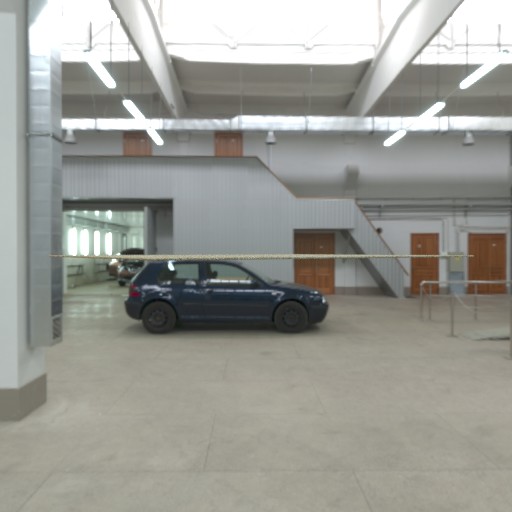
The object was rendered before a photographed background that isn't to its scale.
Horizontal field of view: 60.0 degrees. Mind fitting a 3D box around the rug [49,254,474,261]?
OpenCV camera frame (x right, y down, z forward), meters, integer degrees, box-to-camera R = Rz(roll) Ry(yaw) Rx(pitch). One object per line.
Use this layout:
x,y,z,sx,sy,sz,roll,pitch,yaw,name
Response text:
0.000,0.000,4.062,3.034,0.012,2.471,0,1,-36,rug
